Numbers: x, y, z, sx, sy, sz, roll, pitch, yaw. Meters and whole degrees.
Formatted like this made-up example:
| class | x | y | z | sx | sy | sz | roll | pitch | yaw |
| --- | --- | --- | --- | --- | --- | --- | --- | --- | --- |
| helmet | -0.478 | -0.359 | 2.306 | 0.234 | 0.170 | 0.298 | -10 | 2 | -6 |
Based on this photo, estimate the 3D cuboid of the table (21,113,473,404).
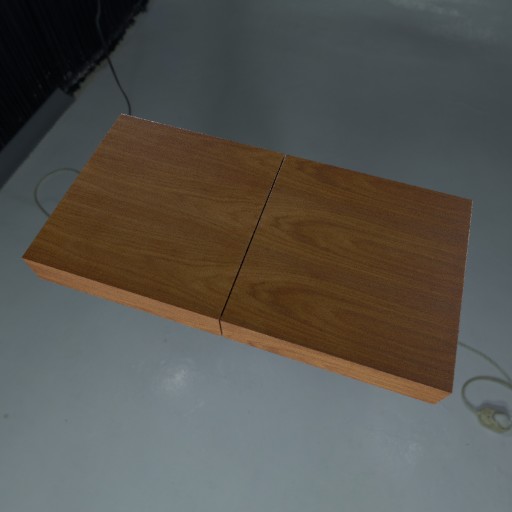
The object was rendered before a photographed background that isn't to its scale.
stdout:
| class | x | y | z | sx | sy | sz | roll | pitch | yaw |
| --- | --- | --- | --- | --- | --- | --- | --- | --- | --- |
| table | 0.000 | 0.000 | 1.445 | 1.194 | 0.330 | 0.610 | 16 | 61 | 9 |
